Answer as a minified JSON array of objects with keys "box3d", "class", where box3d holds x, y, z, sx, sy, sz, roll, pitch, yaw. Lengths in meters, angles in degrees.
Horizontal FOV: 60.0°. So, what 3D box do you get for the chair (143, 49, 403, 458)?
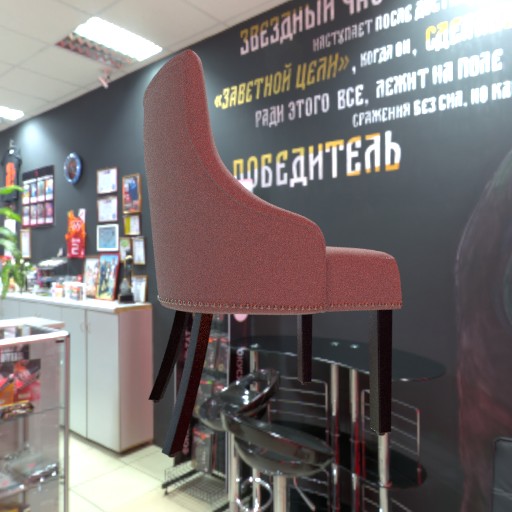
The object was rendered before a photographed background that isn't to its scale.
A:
[{"box3d":[0.000,0.000,1.275,0.629,0.909,0.566,0,0,-18],"class":"chair"}]
